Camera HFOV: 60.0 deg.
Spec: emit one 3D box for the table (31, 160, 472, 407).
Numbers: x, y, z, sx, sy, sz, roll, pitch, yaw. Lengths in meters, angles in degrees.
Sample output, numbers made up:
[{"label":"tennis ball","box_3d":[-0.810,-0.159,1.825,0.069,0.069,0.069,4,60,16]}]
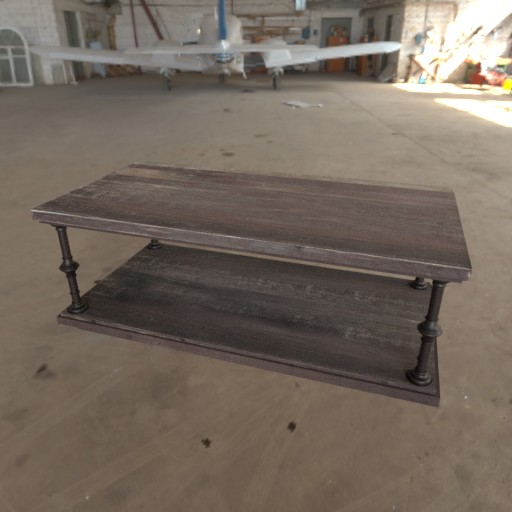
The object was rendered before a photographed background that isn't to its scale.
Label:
[{"label":"table","box_3d":[0.000,0.000,1.354,1.088,0.373,0.554,8,28,16]}]
